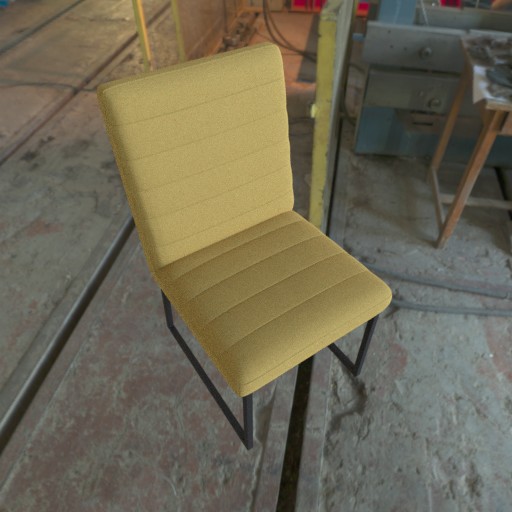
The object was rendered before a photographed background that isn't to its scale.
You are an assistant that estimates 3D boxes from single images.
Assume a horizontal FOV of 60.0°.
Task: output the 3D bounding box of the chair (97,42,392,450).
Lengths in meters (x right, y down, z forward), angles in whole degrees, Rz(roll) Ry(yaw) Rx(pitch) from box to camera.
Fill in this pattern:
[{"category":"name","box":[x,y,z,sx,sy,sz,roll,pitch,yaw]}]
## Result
[{"category":"chair","box":[0.000,0.000,1.284,0.520,0.930,0.634,-26,51,-23]}]
